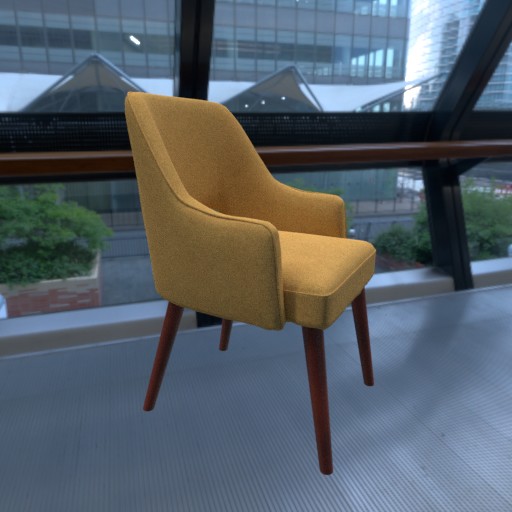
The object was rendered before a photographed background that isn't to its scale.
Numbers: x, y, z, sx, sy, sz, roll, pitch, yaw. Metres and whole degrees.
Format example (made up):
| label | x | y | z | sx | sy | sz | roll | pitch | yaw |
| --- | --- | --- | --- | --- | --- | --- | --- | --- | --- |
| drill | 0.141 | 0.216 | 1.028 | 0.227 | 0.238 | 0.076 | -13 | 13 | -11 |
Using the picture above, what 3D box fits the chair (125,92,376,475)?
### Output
| label | x | y | z | sx | sy | sz | roll | pitch | yaw |
| --- | --- | --- | --- | --- | --- | --- | --- | --- | --- |
| chair | 0.000 | 0.000 | 1.210 | 0.605 | 0.849 | 0.548 | 7 | 17 | 26 |
